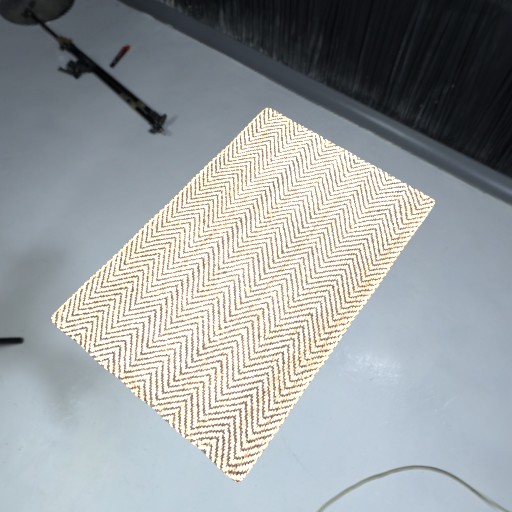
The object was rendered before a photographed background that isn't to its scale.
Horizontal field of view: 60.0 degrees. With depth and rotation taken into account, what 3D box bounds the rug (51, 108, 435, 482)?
[{"bbox_3d":[0.000,0.000,2.382,1.219,0.008,1.828,34,68,16],"label":"rug"}]
